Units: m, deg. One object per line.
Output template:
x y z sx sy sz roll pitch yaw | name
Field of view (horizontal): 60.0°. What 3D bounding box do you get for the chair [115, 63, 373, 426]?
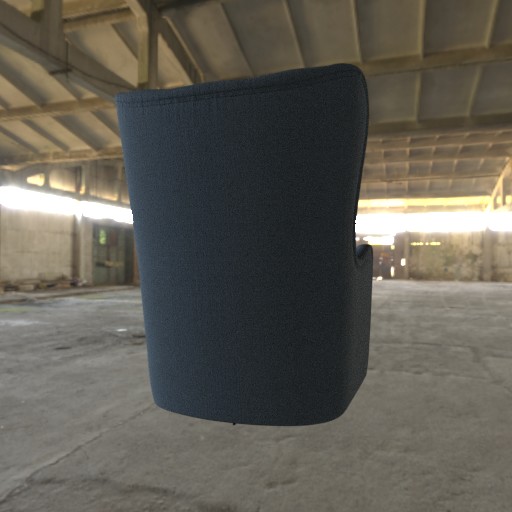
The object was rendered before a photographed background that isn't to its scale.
0.000 0.000 1.640 0.831 1.079 0.930 0 -1 18 | chair
